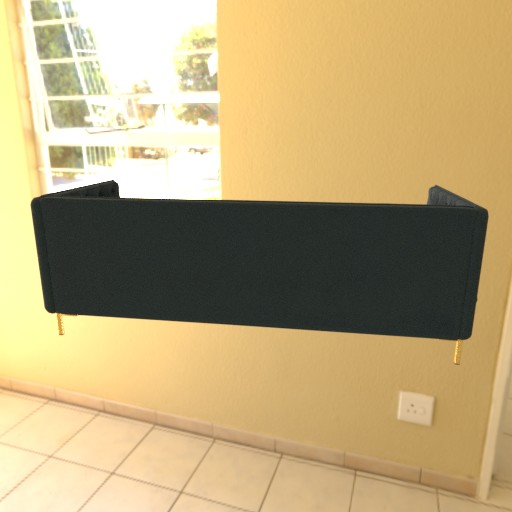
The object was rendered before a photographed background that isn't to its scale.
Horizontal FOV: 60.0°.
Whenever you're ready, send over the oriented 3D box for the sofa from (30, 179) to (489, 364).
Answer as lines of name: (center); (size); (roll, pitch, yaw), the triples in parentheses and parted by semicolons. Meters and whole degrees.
sofa: (0.000, 0.000, 2.565); (2.209, 0.771, 0.895); (2, 16, 9)
